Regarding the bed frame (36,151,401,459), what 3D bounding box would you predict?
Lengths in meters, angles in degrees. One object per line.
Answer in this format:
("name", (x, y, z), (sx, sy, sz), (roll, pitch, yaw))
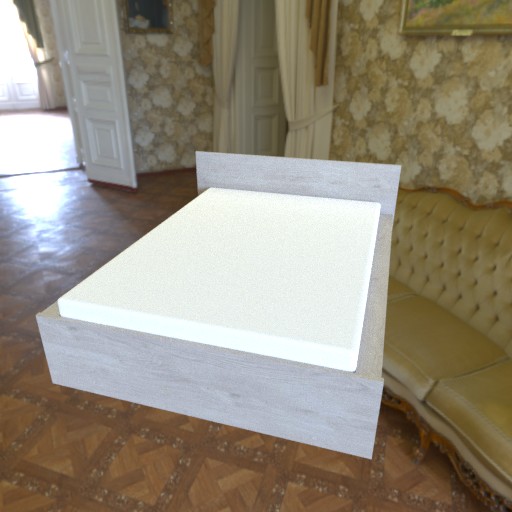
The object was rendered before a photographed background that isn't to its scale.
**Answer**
("bed frame", (0.000, 0.000, 2.774), (1.622, 0.800, 1.960), (7, 26, 15))
